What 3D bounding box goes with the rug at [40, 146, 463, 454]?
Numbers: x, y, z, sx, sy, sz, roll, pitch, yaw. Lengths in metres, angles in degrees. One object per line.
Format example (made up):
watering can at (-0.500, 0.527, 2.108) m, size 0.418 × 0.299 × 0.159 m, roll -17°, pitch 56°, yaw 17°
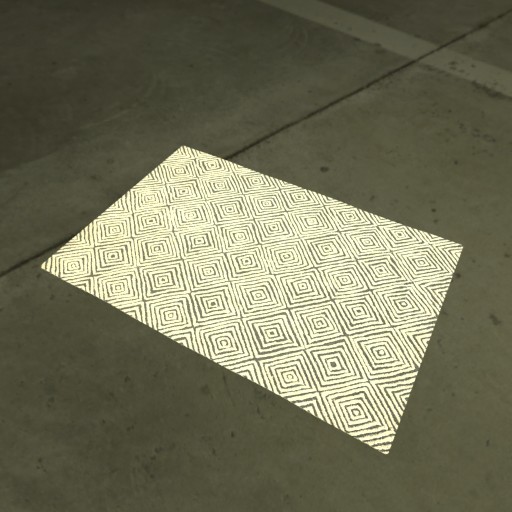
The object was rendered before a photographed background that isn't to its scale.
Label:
rug at (0.000, 0.000, 2.197) m, size 1.750 × 0.004 × 1.177 m, roll 23°, pitch 52°, yaw 19°
